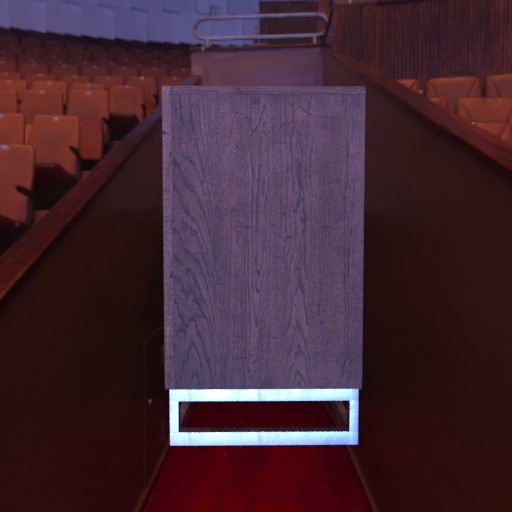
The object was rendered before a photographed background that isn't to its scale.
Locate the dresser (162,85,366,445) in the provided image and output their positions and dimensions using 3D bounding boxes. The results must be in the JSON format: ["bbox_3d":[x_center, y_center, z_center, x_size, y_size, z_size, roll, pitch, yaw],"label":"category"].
[{"bbox_3d":[0.000,0.000,2.124,0.623,1.061,1.646,0,3,-1],"label":"dresser"}]
